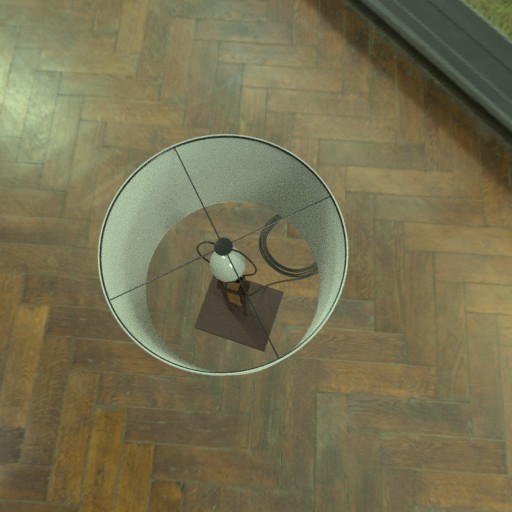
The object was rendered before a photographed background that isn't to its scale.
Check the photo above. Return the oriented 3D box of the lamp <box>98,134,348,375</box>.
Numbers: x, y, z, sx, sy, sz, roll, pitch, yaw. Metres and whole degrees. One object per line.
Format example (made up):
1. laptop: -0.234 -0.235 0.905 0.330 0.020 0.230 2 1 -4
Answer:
1. lamp: 0.000 0.000 0.969 0.396 0.668 0.525 18 76 5
